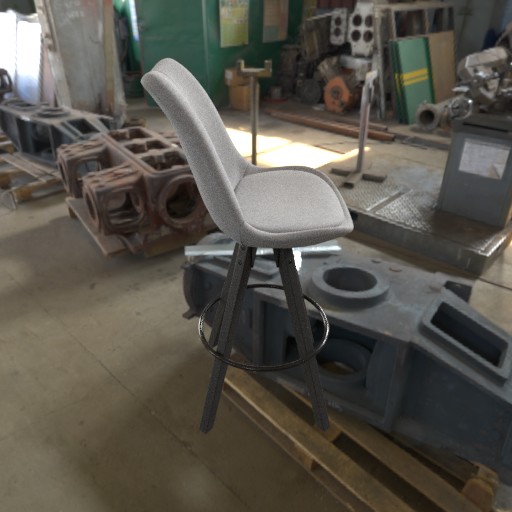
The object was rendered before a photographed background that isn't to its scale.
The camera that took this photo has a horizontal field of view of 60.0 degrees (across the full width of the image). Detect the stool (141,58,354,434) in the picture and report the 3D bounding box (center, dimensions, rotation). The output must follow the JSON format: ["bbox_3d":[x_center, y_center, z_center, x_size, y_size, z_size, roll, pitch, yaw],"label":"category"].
[{"bbox_3d":[0.000,0.000,1.394,0.550,1.115,0.485,-1,32,-1],"label":"stool"}]
